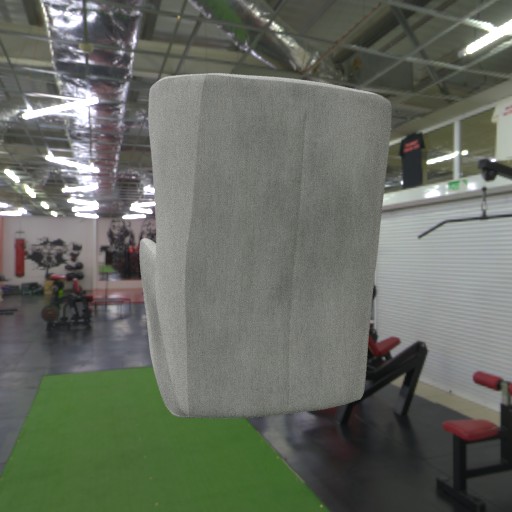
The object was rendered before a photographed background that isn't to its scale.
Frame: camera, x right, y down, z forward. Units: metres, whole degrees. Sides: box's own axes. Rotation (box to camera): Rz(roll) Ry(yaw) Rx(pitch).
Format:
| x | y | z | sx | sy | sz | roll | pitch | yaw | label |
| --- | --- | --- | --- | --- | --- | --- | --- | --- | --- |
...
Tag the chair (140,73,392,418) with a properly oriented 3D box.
| x | y | z | sx | sy | sz | roll | pitch | yaw | label |
| --- | --- | --- | --- | --- | --- | --- | --- | --- | --- |
| 0.000 | 0.000 | 1.599 | 0.779 | 1.000 | 0.904 | 0 | 0 | -17 | chair |
